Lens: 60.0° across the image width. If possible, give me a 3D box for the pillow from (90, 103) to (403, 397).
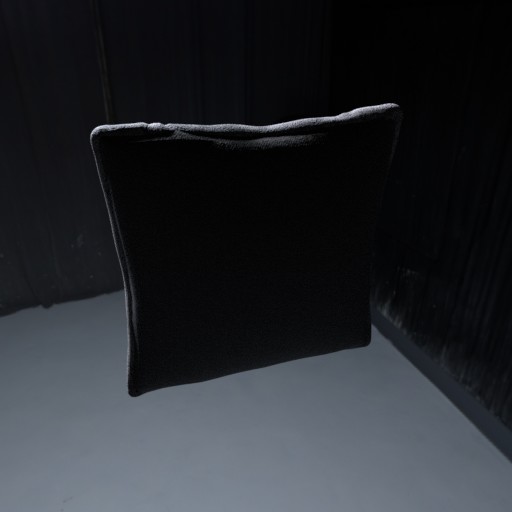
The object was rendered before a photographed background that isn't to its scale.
[{"bbox_3d":[0.000,0.000,0.818,0.522,0.520,0.204,-8,28,-16],"label":"pillow"}]
